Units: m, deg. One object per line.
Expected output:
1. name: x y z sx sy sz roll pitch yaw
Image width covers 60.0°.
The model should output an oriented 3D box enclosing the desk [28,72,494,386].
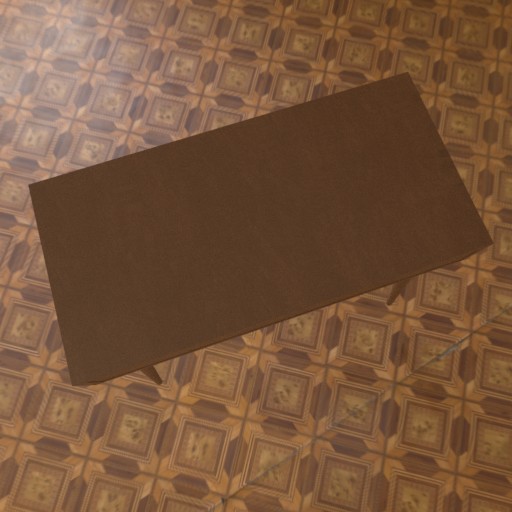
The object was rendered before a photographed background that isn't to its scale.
1. desk: 0.000 0.000 1.365 0.949 0.758 0.510 -18 76 -5
